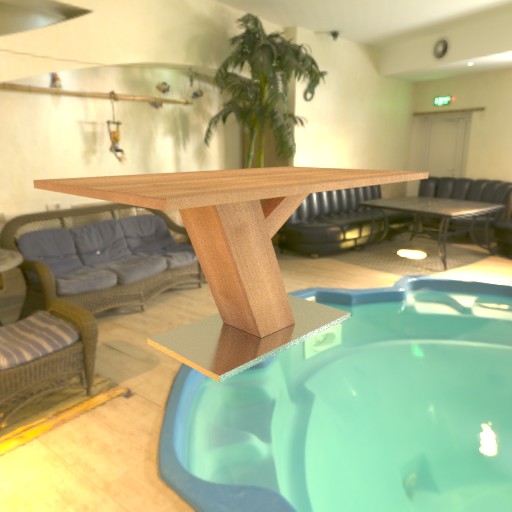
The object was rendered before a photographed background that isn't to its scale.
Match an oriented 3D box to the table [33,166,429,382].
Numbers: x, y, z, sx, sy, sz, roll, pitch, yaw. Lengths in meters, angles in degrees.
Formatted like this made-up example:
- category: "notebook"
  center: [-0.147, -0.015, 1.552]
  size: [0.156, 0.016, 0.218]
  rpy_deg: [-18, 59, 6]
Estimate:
- category: "table"
  center: [0.000, 0.000, 2.095]
  size: [0.900, 0.750, 1.600]
  rpy_deg: [13, 19, 42]
